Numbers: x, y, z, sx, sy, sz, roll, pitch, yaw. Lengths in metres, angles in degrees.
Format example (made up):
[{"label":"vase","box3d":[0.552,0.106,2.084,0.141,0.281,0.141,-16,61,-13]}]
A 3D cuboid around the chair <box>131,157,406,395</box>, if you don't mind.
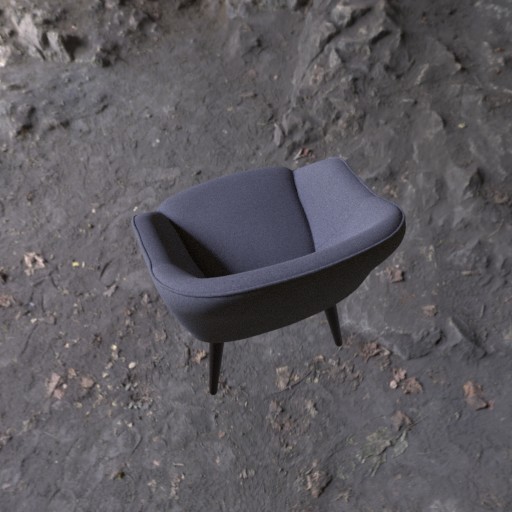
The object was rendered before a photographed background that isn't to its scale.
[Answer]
[{"label":"chair","box3d":[0.000,0.000,1.261,0.589,0.810,0.611,-18,60,-11]}]
